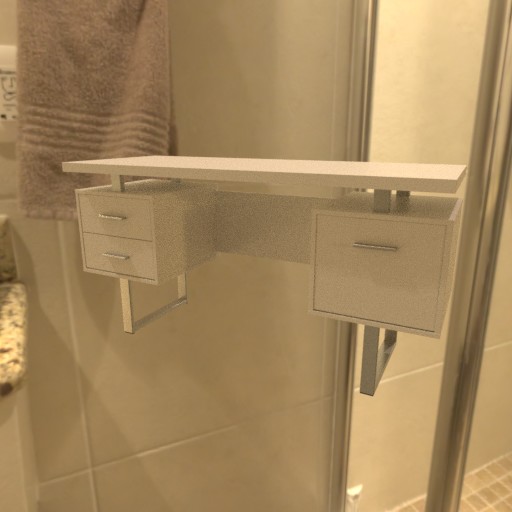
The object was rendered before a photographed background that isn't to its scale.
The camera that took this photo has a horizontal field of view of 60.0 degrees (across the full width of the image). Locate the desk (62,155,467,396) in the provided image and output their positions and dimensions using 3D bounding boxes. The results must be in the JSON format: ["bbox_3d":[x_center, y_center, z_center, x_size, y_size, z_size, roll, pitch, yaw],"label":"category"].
[{"bbox_3d":[0.000,0.000,1.892,1.530,0.773,0.603,8,18,26],"label":"desk"}]
